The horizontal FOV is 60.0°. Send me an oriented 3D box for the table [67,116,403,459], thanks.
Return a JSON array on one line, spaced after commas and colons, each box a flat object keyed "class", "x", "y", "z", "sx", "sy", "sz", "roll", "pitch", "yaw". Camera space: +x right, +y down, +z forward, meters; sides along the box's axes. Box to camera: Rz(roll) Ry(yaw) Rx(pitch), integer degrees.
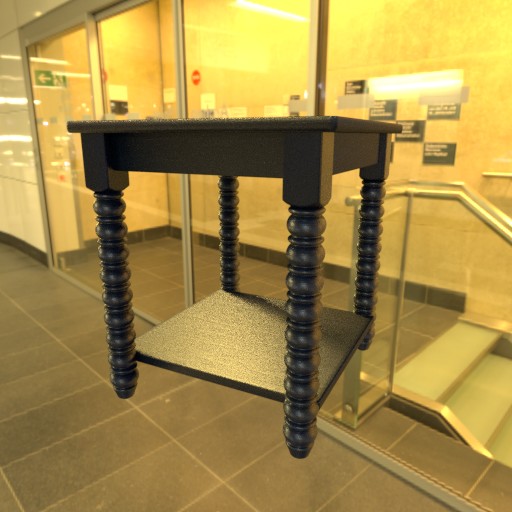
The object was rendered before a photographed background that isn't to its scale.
[{"class": "table", "x": 0.000, "y": 0.000, "z": 0.986, "sx": 0.500, "sy": 0.567, "sz": 0.533, "roll": 8, "pitch": 17, "yaw": 26}]
